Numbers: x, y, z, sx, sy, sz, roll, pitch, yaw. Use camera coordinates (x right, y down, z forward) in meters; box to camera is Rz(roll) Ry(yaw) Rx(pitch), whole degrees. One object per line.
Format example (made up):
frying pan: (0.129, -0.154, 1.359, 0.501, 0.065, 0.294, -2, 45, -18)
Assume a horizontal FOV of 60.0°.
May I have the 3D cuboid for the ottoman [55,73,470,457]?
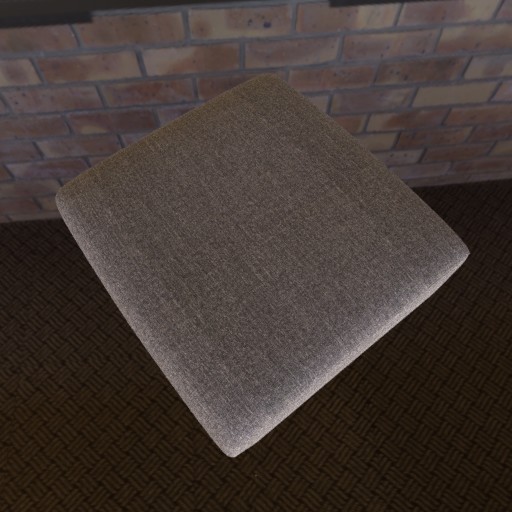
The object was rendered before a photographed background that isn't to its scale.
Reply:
ottoman: (0.000, 0.000, 1.063, 0.648, 0.399, 0.655, -35, 69, -16)
